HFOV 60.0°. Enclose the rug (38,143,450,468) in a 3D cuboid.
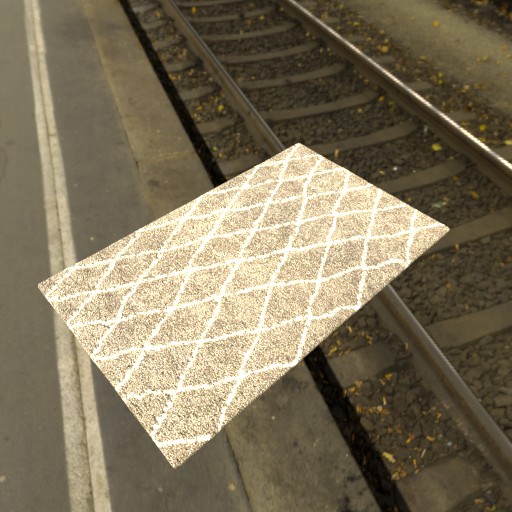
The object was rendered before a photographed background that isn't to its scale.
[{"bbox_3d":[0.000,0.000,3.040,2.438,0.030,1.524,-34,55,-27],"label":"rug"}]
